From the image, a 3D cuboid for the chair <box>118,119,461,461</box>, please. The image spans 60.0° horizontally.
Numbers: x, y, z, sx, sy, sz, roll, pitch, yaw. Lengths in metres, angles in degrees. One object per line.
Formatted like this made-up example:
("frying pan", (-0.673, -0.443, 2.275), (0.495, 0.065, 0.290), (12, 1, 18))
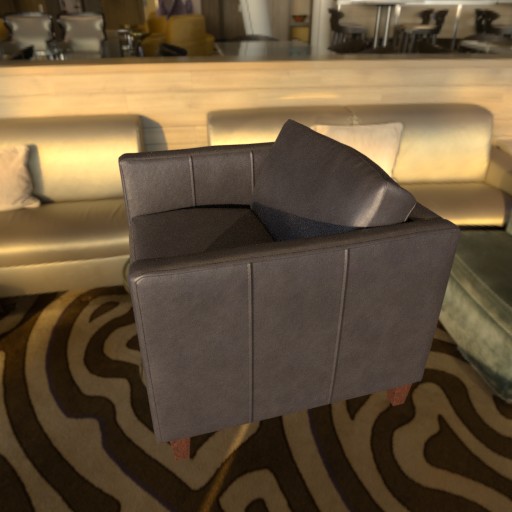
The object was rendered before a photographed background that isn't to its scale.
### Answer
("chair", (0.000, 0.000, 1.557), (0.862, 0.811, 0.939), (-8, 31, -14))
